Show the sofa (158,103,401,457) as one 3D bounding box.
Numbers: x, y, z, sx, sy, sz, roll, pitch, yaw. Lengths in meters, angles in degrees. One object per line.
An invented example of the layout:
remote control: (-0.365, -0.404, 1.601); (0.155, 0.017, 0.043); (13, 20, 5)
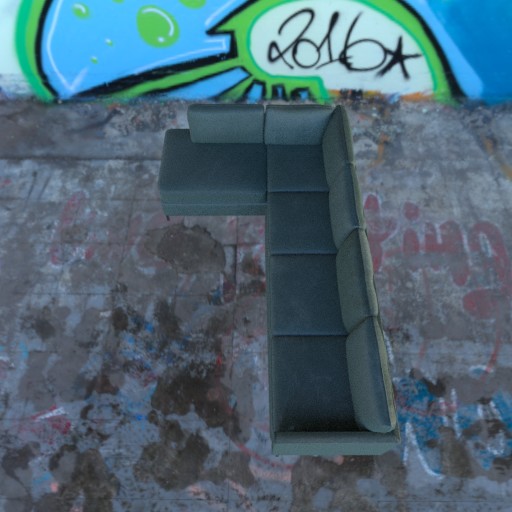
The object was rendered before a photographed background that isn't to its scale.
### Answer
sofa: (0.000, 0.000, 4.203); (2.048, 0.996, 3.384); (0, 59, 0)
